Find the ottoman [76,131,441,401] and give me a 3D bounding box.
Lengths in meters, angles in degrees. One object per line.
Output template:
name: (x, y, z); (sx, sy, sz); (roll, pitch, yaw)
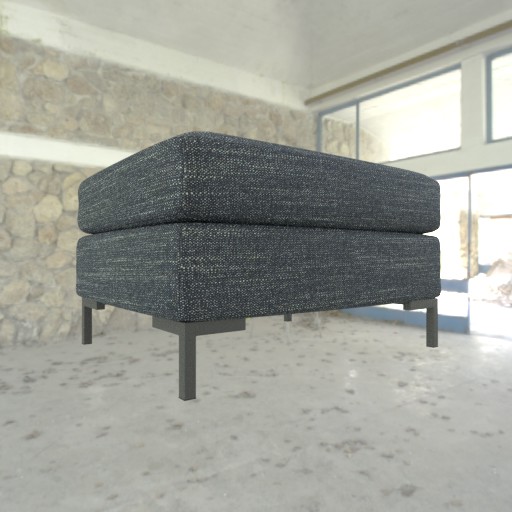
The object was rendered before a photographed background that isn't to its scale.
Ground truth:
ottoman: (0.000, 0.000, 1.223); (0.814, 0.491, 0.667); (0, 0, -36)
